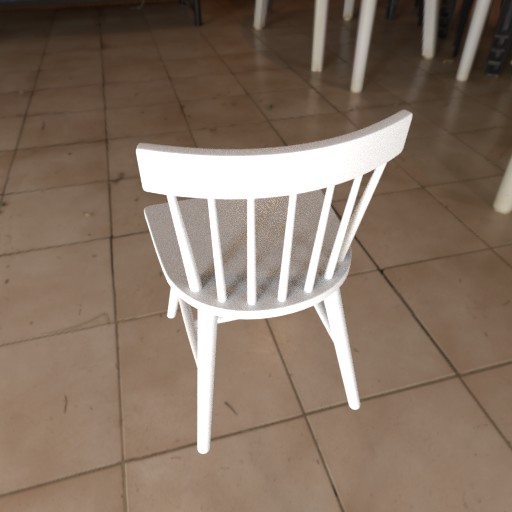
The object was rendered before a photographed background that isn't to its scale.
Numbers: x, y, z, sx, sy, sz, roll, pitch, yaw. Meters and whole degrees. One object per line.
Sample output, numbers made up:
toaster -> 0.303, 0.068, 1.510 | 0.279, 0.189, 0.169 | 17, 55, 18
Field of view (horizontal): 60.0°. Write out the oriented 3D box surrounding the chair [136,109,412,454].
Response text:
chair -> 0.000, 0.000, 1.082 | 0.483, 0.787, 0.500 | -11, 41, -13
